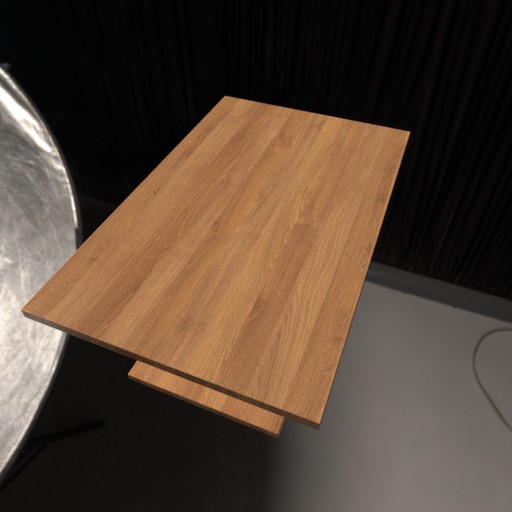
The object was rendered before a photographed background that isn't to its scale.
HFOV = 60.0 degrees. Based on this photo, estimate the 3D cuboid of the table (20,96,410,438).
[{"bbox_3d":[0.000,0.000,1.418,0.700,0.442,1.100,16,48,15],"label":"table"}]
